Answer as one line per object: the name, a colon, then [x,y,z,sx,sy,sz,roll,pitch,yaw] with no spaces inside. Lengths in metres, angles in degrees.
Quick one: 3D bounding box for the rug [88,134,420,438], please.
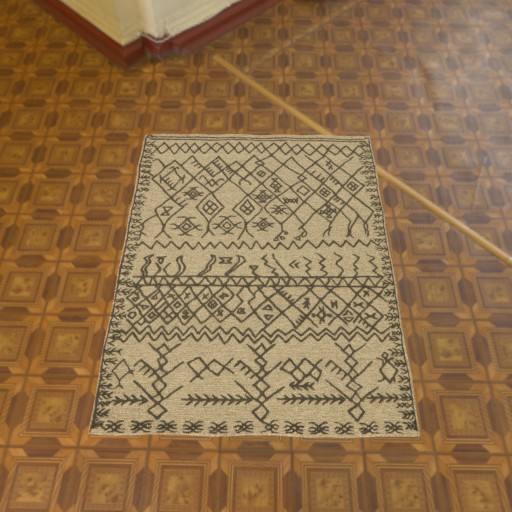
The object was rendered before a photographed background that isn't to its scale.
rug: [0.000,0.000,3.215,1.964,0.025,2.455,0,59,0]
